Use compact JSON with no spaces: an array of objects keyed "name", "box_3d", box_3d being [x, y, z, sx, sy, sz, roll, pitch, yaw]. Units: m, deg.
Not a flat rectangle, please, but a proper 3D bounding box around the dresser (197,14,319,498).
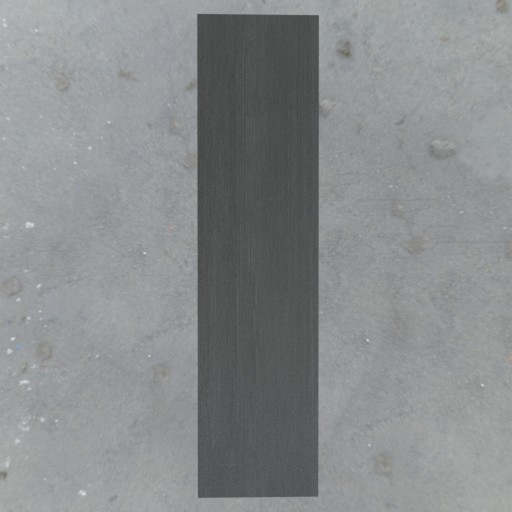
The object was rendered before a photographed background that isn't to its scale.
[{"name":"dresser","box_3d":[0.000,0.000,1.857,0.400,0.795,1.590,0,91,-1]}]
